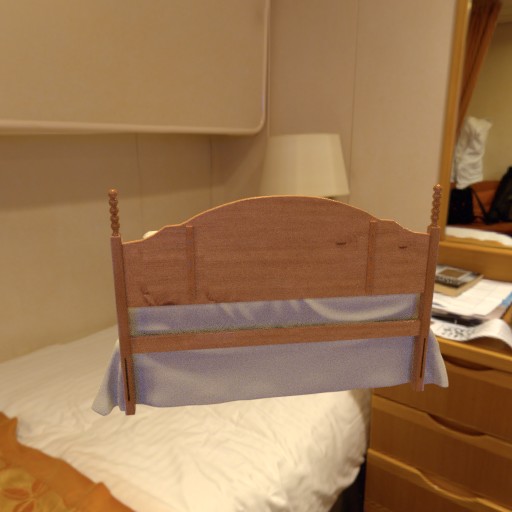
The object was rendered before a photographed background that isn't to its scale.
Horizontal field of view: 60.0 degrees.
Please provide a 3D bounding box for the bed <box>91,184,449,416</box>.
[{"bbox_3d":[0.000,0.000,3.683,2.322,1.355,2.219,-2,15,-8],"label":"bed"}]
